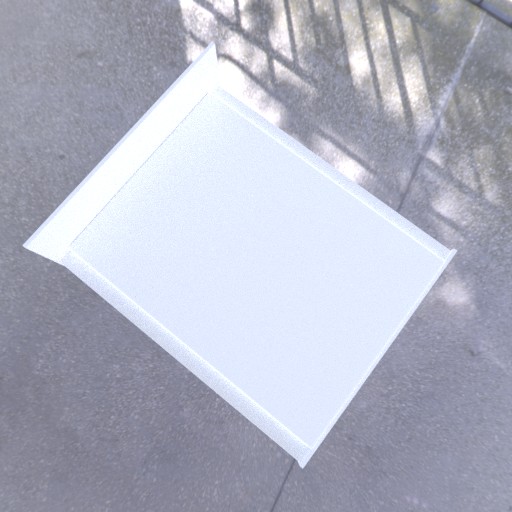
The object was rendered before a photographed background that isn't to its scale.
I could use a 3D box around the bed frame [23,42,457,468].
[{"bbox_3d":[0.000,0.000,2.809,1.960,0.800,1.622,38,80,8],"label":"bed frame"}]
